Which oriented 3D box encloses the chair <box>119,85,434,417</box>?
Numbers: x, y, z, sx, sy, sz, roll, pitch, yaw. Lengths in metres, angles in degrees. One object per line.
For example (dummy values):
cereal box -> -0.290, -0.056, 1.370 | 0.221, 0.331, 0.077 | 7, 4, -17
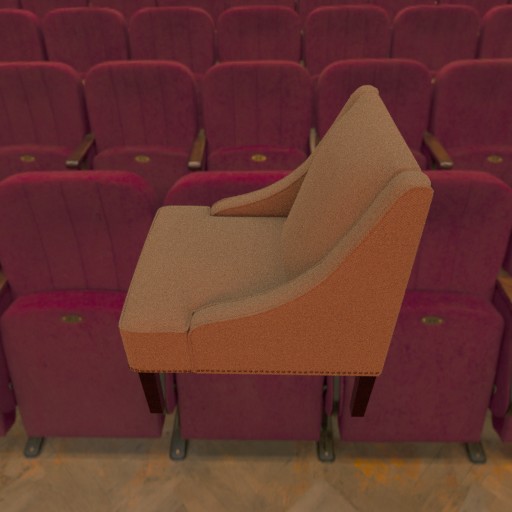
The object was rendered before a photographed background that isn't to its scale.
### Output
chair -> 0.000, 0.000, 1.402 | 0.748, 0.872, 0.628 | 1, 39, 1
